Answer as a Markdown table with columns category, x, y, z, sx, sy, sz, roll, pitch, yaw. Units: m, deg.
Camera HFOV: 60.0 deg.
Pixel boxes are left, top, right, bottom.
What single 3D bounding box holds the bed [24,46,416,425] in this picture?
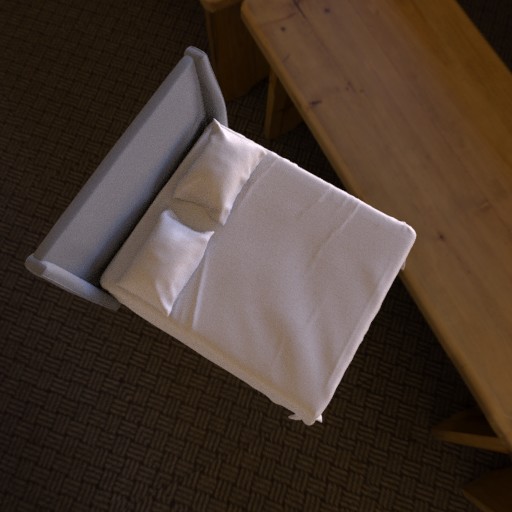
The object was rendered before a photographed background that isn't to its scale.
| category | x | y | z | sx | sy | sz | roll | pitch | yaw |
| --- | --- | --- | --- | --- | --- | --- | --- | --- | --- |
| bed | 0.000 | 0.000 | 3.442 | 2.276 | 1.332 | 1.925 | 30 | 77 | 8 |
